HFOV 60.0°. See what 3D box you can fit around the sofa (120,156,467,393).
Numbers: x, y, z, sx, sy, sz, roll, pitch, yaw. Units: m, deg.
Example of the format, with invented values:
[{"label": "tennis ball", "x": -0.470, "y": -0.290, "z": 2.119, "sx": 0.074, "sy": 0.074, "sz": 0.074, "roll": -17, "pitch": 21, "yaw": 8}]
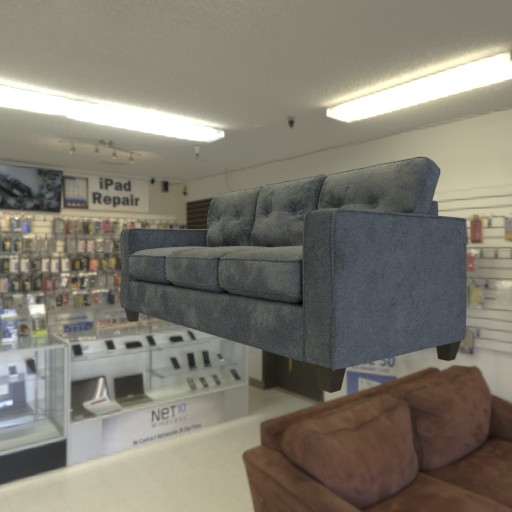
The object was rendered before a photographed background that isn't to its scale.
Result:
[{"label": "sofa", "x": 0.000, "y": 0.000, "z": 2.656, "sx": 0.939, "sy": 0.965, "sz": 2.133, "roll": -1, "pitch": 1, "yaw": -37}]
